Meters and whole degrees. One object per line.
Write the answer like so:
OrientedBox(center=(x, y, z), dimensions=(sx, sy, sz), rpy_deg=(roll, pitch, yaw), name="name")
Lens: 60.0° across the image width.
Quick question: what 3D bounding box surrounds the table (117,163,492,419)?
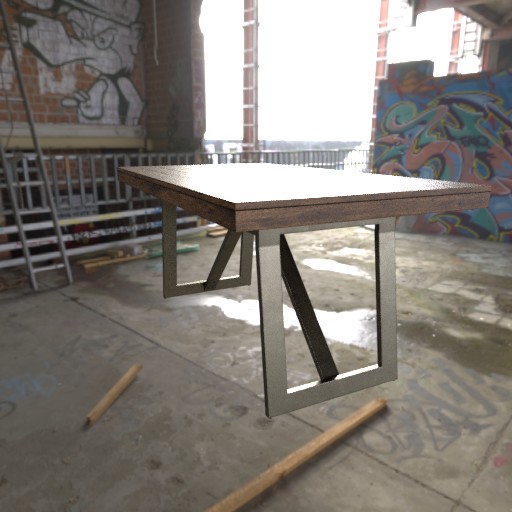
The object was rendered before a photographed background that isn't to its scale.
OrientedBox(center=(0.000, 0.000, 2.074), dimensions=(0.931, 0.757, 1.641), rpy_deg=(-7, 16, -26), name="table")
